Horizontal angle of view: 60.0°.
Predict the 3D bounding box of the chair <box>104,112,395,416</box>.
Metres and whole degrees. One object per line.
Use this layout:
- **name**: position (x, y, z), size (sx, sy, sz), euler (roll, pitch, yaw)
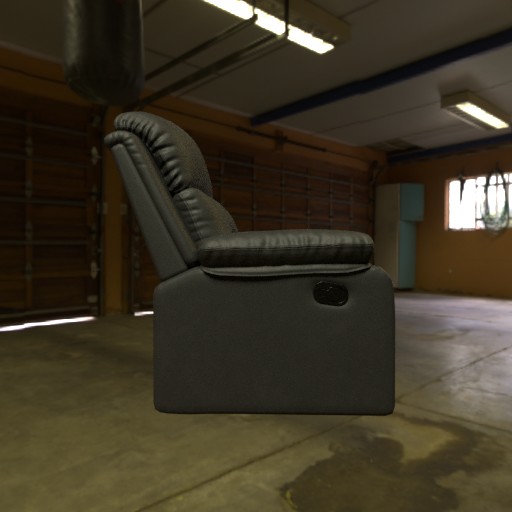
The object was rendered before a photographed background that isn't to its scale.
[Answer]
- **chair**: position (0.000, 0.000, 1.674), size (0.919, 0.992, 0.855), euler (0, 1, 2)
